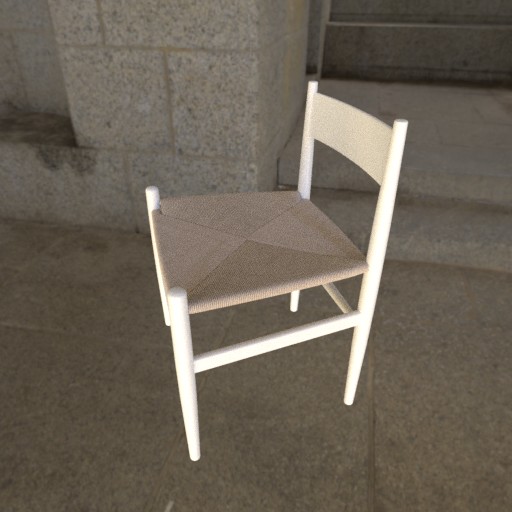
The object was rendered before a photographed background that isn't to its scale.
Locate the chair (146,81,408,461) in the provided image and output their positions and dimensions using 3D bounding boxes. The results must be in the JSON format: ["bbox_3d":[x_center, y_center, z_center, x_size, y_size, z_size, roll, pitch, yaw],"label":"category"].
[{"bbox_3d":[0.000,0.000,1.144,0.495,0.762,0.556,-9,32,-14],"label":"chair"}]
